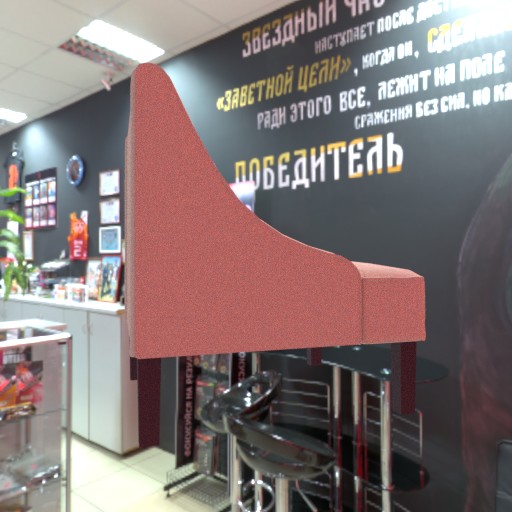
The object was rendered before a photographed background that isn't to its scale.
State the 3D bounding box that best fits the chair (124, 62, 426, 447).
[{"bbox_3d":[0.000,0.000,1.439,0.806,0.886,0.689,0,0,-18],"label":"chair"}]
